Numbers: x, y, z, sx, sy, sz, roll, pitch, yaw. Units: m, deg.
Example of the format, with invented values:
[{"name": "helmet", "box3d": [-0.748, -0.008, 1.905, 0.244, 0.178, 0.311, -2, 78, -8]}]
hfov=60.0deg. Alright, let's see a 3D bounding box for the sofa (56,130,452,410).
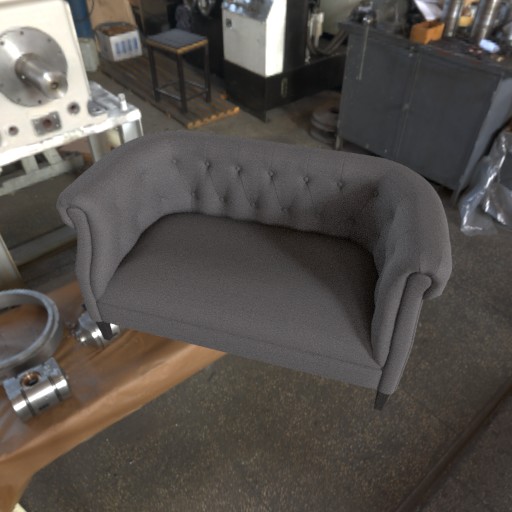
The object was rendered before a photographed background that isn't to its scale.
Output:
[{"name": "sofa", "box3d": [0.000, 0.000, 2.088, 1.558, 0.827, 0.835, 11, 43, 12]}]
